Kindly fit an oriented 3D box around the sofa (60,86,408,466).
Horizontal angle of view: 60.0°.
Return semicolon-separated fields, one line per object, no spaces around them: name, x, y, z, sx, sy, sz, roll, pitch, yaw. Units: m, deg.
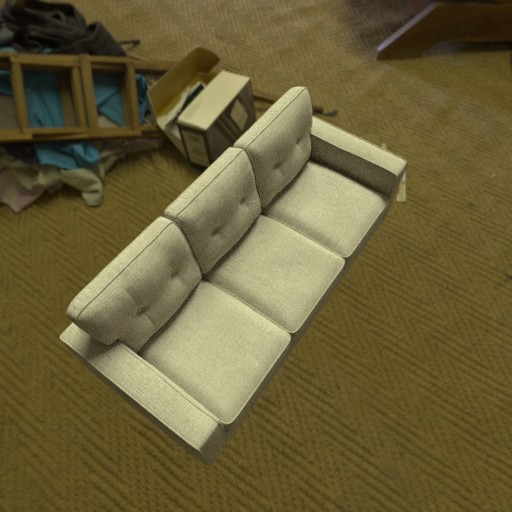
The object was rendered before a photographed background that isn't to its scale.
sofa;0.000;0.000;2.663;0.939;0.965;2.133;31;64;18
